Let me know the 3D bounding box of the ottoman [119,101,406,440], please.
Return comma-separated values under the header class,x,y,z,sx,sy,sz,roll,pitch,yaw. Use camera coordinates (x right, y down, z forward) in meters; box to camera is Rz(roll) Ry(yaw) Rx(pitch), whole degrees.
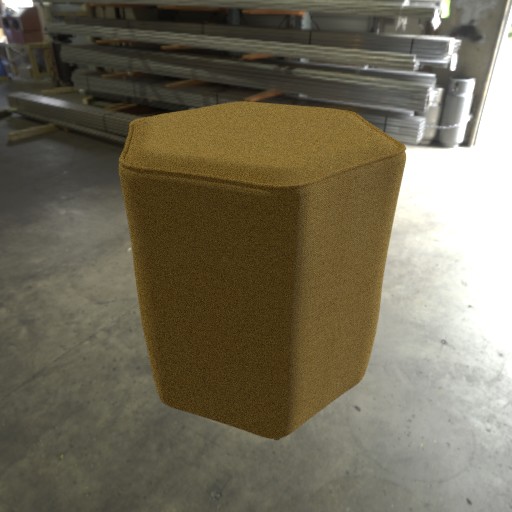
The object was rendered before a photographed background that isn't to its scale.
class,x,y,z,sx,sy,sz,roll,pitch,yaw
ottoman,0.000,0.000,0.867,0.494,0.502,0.443,11,33,18
